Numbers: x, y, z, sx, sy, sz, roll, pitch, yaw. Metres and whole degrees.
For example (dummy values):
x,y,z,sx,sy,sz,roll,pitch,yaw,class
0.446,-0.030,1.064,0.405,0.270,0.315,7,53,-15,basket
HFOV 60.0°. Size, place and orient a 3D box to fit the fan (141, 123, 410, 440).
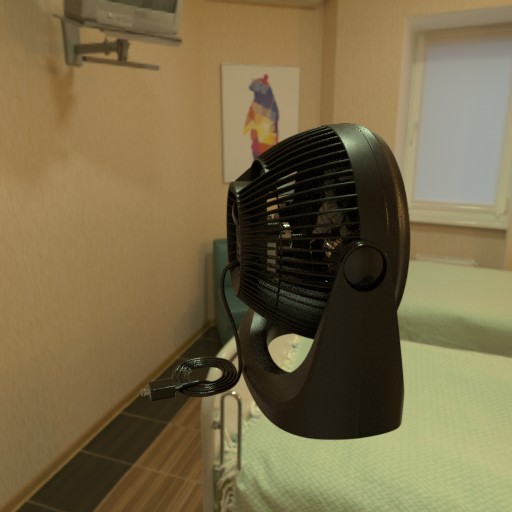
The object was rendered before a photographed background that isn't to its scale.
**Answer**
x,y,z,sx,sy,sz,roll,pitch,yaw,class
0.000,0.000,0.481,0.256,0.277,0.273,-3,16,-10,fan
